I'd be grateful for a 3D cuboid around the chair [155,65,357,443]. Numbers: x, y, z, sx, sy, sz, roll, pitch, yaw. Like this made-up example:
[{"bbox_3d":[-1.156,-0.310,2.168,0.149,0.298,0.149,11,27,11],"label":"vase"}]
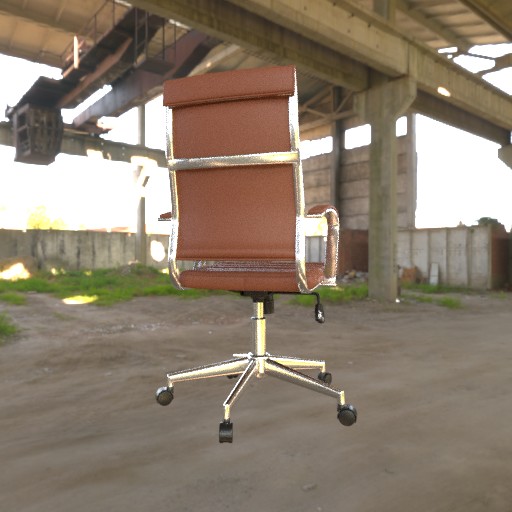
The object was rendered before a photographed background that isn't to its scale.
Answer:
[{"bbox_3d":[0.000,0.000,1.688,0.766,1.149,0.739,0,1,17],"label":"chair"}]
